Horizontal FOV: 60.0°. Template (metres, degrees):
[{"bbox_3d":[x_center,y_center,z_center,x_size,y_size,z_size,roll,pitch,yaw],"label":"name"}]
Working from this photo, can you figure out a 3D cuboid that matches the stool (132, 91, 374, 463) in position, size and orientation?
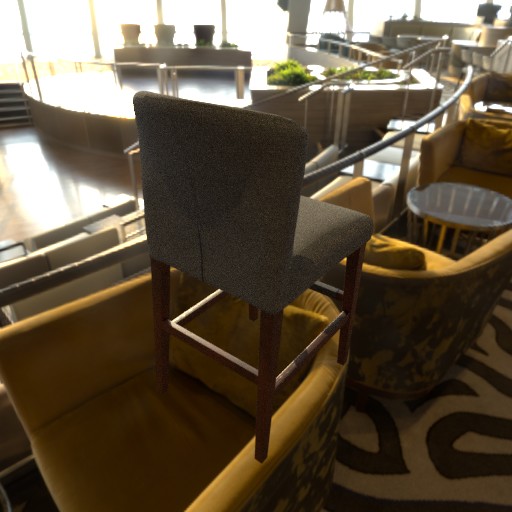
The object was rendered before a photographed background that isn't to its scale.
[{"bbox_3d":[0.000,0.000,1.299,0.479,0.968,0.568,21,37,32],"label":"stool"}]
